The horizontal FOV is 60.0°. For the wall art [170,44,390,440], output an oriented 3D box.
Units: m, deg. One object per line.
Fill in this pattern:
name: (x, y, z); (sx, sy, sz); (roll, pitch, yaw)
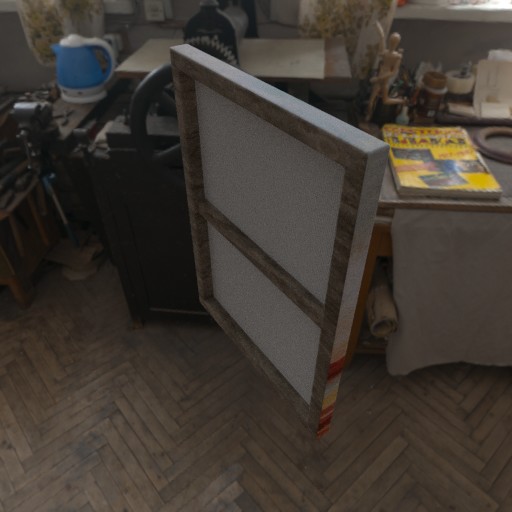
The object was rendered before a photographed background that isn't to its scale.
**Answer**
wall art: (0.000, 0.000, 0.790); (0.035, 0.605, 0.443); (-25, 47, -26)
